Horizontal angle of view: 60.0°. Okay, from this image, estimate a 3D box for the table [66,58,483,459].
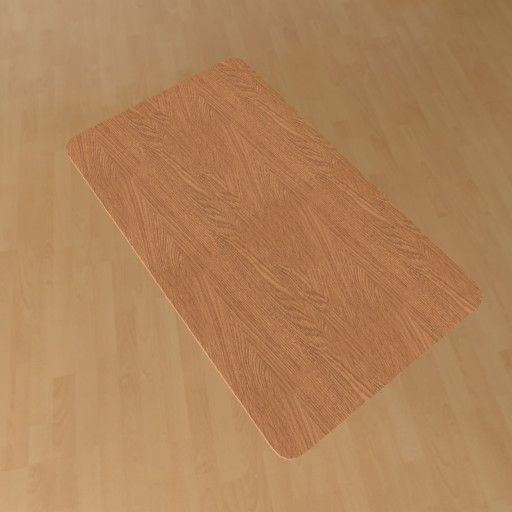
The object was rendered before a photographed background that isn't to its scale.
[{"bbox_3d":[0.000,0.000,2.127,0.950,0.770,1.600,-34,68,-15],"label":"table"}]
